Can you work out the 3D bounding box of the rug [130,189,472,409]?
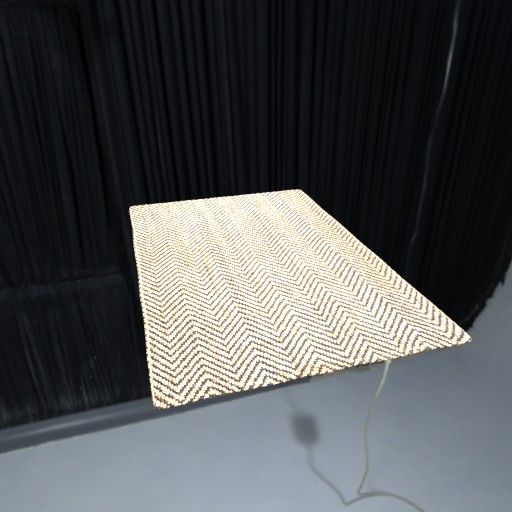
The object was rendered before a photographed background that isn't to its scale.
[{"bbox_3d":[0.000,0.000,2.330,1.219,0.008,1.828,-8,29,-15],"label":"rug"}]
